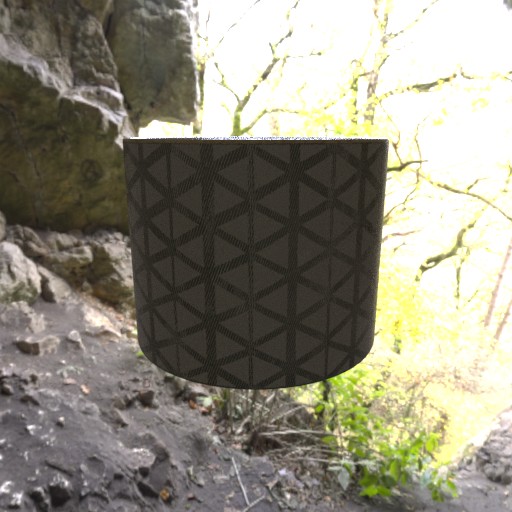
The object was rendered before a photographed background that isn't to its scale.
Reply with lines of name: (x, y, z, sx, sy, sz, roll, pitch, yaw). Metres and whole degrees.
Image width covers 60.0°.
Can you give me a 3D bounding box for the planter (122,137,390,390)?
planter: (0.000, 0.000, 0.352, 0.190, 0.181, 0.190, 0, 15, 0)
